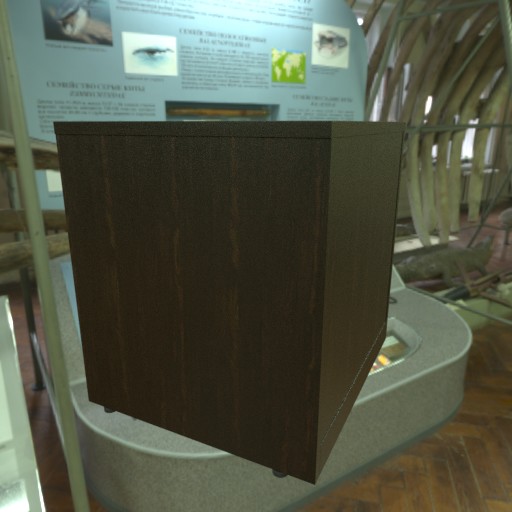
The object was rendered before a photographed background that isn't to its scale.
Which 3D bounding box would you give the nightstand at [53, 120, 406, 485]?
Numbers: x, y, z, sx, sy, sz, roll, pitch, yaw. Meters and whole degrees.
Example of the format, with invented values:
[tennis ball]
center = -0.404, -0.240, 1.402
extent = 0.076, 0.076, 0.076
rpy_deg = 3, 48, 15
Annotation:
[nightstand]
center = 0.000, 0.000, 0.841
extent = 0.427, 0.487, 0.489
rpy_deg = 8, 19, 26
